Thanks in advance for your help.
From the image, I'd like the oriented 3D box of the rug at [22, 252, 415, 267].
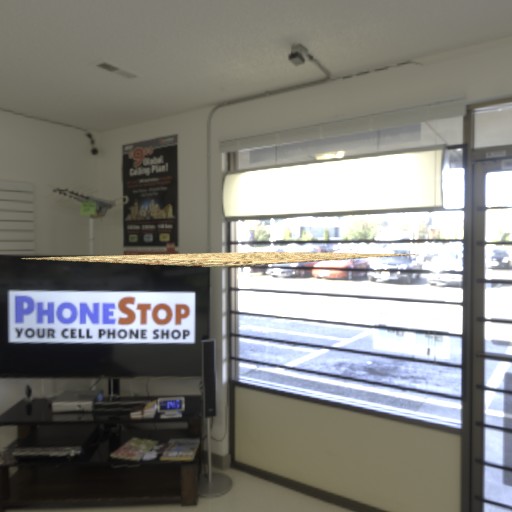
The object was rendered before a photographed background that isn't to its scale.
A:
[{"bbox_3d":[0.000,0.000,3.026,1.524,0.008,2.438,1,2,37],"label":"rug"}]
